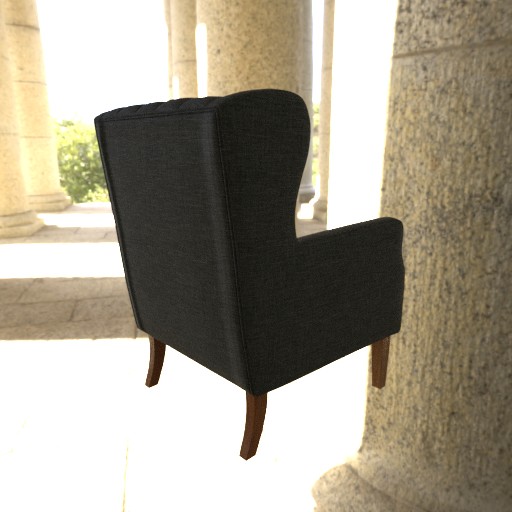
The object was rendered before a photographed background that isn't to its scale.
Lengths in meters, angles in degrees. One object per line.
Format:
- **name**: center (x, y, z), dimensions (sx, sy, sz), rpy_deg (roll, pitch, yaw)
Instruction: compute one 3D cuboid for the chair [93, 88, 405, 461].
- **chair**: center (0.000, 0.000, 1.466), dimensions (0.775, 0.953, 0.711), rpy_deg (-13, 19, -42)
